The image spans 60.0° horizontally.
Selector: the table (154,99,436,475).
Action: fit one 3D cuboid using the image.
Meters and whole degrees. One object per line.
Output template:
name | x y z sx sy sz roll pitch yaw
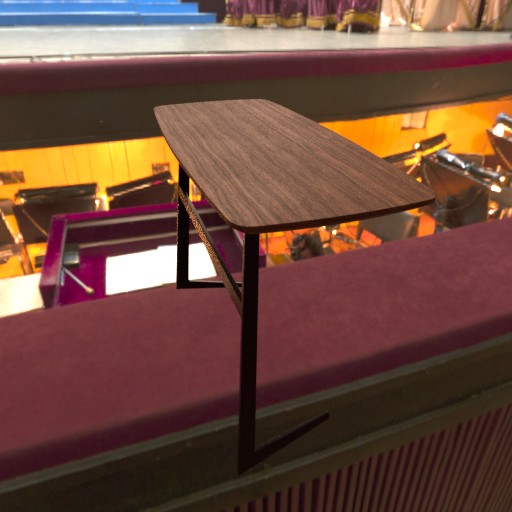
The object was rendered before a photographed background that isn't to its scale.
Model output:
table | 0.000 0.000 1.080 0.361 0.576 0.804 -10 32 -16
